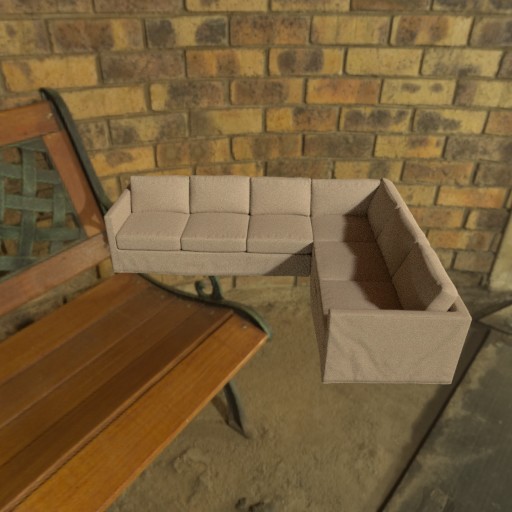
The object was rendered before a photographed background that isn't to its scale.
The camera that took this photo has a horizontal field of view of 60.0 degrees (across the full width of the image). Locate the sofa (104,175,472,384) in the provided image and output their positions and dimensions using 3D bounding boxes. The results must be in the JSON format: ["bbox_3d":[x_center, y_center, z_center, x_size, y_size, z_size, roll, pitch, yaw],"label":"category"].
[{"bbox_3d":[0.000,0.000,4.347,3.182,0.871,2.432,1,31,2],"label":"sofa"}]
